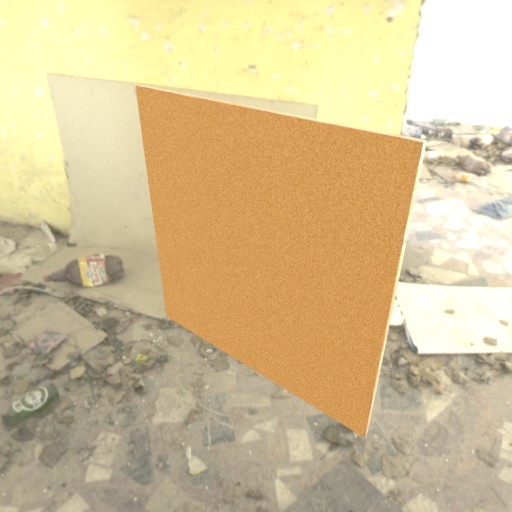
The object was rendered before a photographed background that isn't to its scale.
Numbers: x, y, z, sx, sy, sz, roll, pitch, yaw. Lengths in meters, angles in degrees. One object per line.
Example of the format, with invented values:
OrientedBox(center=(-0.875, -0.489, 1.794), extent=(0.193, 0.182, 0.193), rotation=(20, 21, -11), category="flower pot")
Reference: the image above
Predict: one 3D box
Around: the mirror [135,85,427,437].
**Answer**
OrientedBox(center=(0.000, 0.000, 1.221), extent=(0.804, 0.804, 0.061), rotation=(23, 38, 33), category="mirror")
